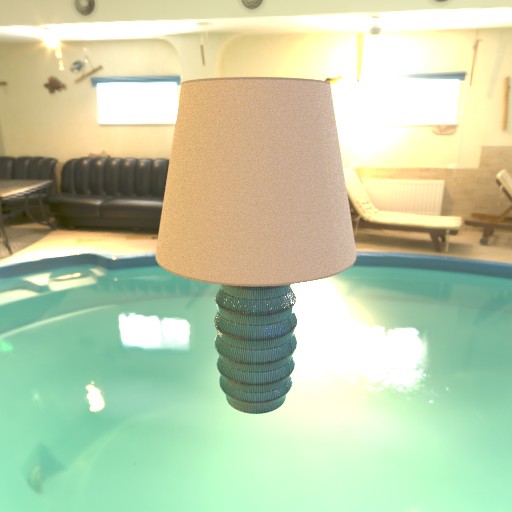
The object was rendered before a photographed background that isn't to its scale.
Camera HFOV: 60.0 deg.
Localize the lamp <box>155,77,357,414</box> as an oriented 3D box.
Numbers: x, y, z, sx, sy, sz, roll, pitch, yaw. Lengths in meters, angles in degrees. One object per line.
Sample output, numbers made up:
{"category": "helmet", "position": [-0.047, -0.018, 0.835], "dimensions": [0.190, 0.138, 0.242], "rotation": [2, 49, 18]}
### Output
{"category": "lamp", "position": [0.000, 0.000, 0.802], "dimensions": [0.355, 0.582, 0.355], "rotation": [0, 17, 0]}
